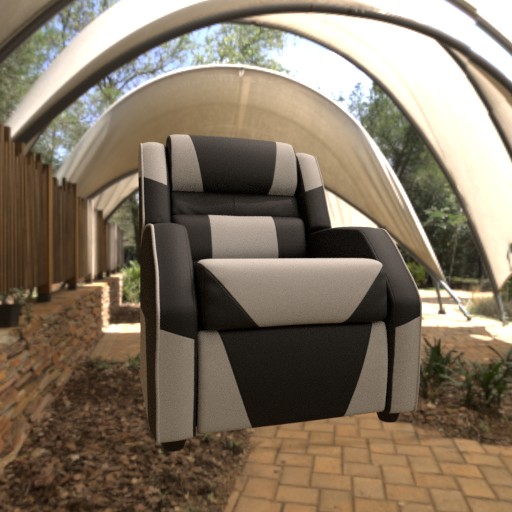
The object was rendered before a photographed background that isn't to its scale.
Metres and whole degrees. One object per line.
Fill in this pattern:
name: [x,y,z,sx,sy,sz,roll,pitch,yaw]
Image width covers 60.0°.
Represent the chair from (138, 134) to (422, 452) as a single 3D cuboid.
chair: [0.000,0.000,1.251,0.620,0.805,0.672,0,0,-17]
